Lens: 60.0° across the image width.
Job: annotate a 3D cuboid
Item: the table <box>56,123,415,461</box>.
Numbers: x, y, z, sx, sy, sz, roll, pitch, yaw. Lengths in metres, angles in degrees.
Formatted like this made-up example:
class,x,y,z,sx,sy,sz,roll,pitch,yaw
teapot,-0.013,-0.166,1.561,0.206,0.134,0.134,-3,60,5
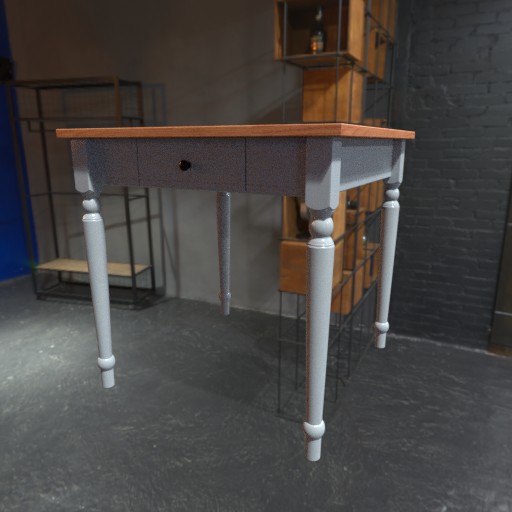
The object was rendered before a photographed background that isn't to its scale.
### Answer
class,x,y,z,sx,sy,sz,roll,pitch,yaw
table,0.000,0.000,1.357,0.747,0.738,0.747,8,16,28
